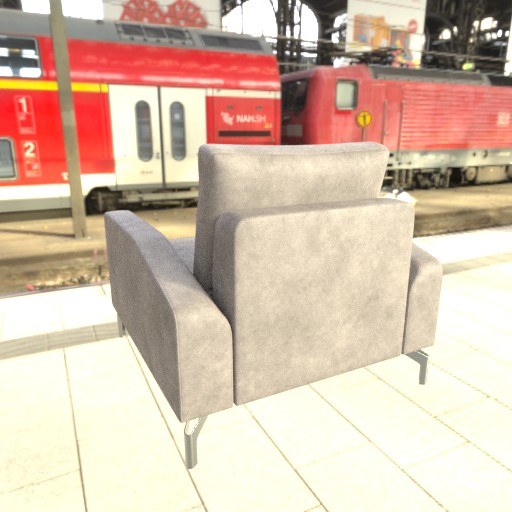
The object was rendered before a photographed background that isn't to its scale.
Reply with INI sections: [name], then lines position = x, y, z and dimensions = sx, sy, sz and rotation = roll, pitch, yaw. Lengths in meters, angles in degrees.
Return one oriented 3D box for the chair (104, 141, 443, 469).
[chair]
position = 0.000, 0.000, 1.592
dimensions = 0.900, 0.800, 0.900
rotation = -8, 18, -27
